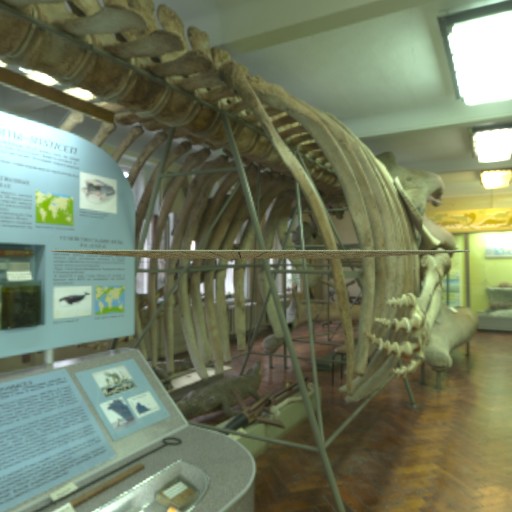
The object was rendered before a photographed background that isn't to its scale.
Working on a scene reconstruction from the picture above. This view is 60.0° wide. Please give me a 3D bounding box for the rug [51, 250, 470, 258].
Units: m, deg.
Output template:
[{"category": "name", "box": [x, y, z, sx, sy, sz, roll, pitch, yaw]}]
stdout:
[{"category": "rug", "box": [0.000, 0.000, 3.980, 2.330, 0.010, 3.061, 0, -1, -2]}]
